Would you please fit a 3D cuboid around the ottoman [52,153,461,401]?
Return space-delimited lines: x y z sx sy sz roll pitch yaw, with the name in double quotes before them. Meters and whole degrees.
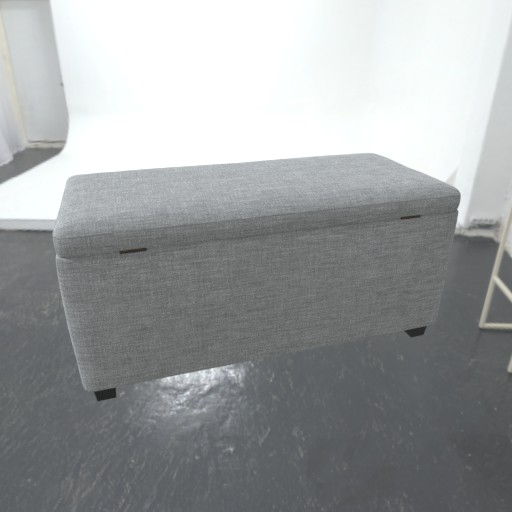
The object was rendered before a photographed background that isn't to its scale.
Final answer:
"ottoman" 0.000 0.000 1.150 0.902 0.432 0.419 -8 27 -15
